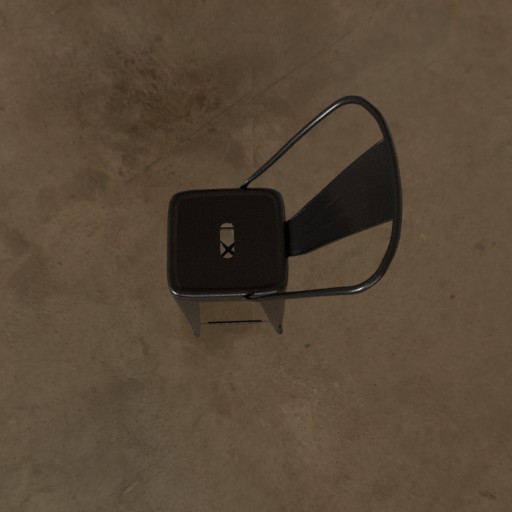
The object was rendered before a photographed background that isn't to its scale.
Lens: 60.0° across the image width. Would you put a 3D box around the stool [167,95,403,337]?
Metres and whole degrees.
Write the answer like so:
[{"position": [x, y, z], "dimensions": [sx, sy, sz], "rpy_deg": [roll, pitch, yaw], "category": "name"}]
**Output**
[{"position": [0.000, 0.000, 1.309], "dimensions": [0.513, 1.096, 0.399], "rpy_deg": [-2, 75, -1], "category": "stool"}]
